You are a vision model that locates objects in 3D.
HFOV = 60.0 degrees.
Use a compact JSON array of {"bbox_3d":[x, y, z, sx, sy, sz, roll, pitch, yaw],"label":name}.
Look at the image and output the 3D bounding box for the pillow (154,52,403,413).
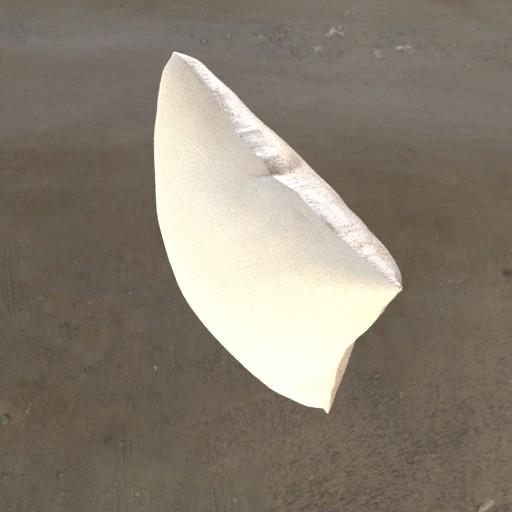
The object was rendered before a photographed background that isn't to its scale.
[{"bbox_3d":[0.000,0.000,0.689,0.245,0.448,0.450,-28,62,-16],"label":"pillow"}]
